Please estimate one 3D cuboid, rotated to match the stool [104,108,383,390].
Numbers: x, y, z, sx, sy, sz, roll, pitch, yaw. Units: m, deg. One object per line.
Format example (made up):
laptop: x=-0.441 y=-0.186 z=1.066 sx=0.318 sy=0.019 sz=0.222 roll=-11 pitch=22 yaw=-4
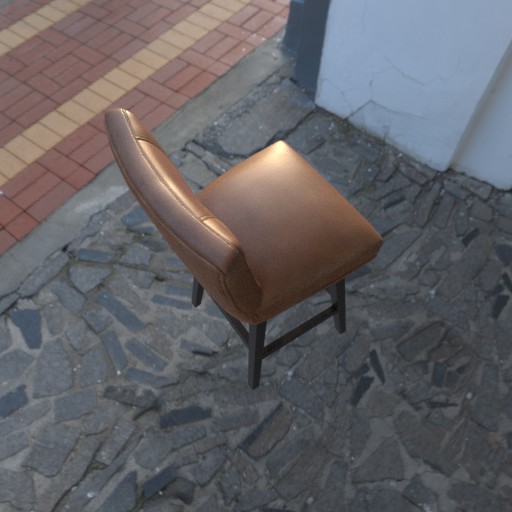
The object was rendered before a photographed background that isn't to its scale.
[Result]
stool: x=0.000 y=0.000 z=1.440 sx=0.585 sy=1.094 sz=0.522 roll=-31 pitch=64 yaw=-17
